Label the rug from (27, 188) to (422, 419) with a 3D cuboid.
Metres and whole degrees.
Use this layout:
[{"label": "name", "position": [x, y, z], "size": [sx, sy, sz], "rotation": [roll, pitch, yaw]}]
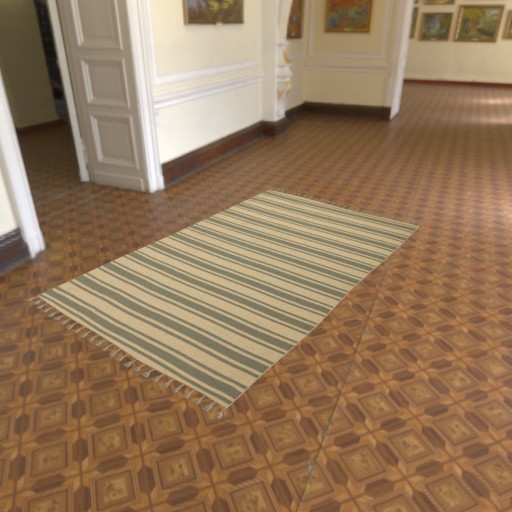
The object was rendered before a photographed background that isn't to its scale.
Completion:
[{"label": "rug", "position": [0.000, 0.000, 2.535], "size": [1.222, 0.009, 2.084], "rotation": [19, 33, 32]}]
